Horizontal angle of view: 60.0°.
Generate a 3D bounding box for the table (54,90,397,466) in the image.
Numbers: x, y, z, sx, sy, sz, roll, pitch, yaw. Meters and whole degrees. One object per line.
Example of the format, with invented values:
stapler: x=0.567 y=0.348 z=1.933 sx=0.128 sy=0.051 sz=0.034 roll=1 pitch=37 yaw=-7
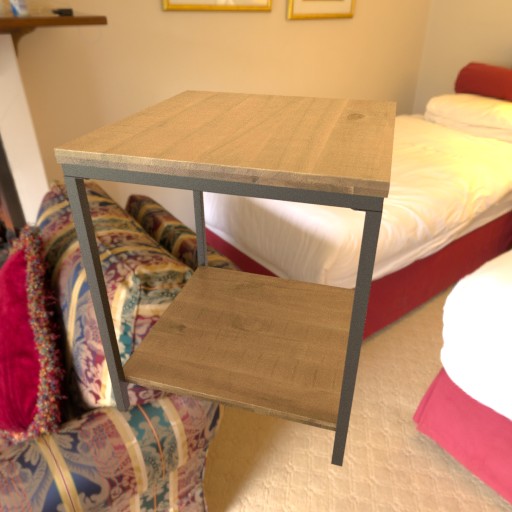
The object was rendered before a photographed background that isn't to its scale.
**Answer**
table: x=0.000 y=0.000 z=0.983 sx=0.503 sy=0.589 sz=0.507 roll=8 pitch=31 yaw=14
